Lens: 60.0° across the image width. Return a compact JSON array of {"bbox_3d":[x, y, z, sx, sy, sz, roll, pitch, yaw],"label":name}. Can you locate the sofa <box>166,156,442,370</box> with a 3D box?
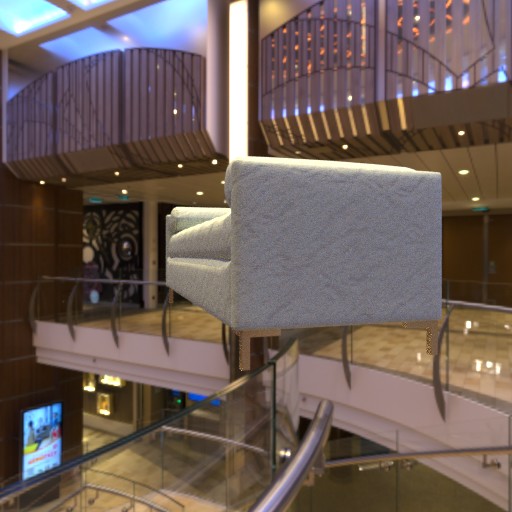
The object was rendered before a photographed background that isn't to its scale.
[{"bbox_3d":[0.000,0.000,2.462,0.796,0.705,2.102,0,0,-17],"label":"sofa"}]
